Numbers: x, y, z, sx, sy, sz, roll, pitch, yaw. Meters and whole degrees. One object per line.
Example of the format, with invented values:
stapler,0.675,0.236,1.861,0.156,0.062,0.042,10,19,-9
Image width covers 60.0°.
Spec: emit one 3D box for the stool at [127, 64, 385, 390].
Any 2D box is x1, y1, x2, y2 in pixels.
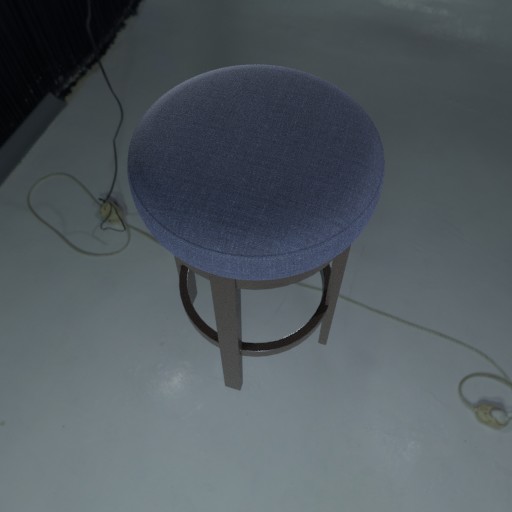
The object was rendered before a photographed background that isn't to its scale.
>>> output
stool,0.000,0.000,1.030,0.446,0.758,0.446,0,60,0
